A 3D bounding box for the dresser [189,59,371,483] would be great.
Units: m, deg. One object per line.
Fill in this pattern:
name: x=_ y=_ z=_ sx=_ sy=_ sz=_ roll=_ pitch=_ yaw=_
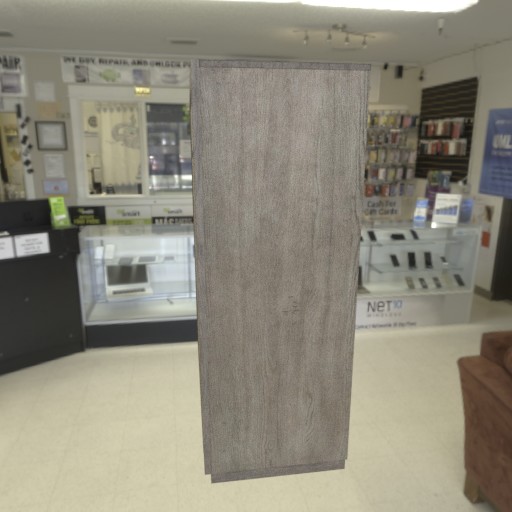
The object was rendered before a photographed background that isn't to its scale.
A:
dresser: x=0.000 y=0.000 z=1.781 sx=0.483 sy=1.295 sz=0.967 roll=-2 pitch=15 yaw=-8
